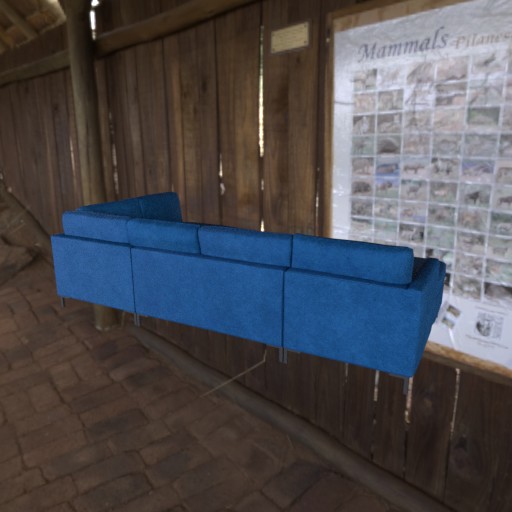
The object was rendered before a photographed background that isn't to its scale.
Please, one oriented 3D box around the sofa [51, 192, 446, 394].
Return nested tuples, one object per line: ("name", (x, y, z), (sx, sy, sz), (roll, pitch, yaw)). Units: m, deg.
("sofa", (0.000, 0.000, 4.405), (3.434, 0.992, 2.055), (8, 17, 27))
